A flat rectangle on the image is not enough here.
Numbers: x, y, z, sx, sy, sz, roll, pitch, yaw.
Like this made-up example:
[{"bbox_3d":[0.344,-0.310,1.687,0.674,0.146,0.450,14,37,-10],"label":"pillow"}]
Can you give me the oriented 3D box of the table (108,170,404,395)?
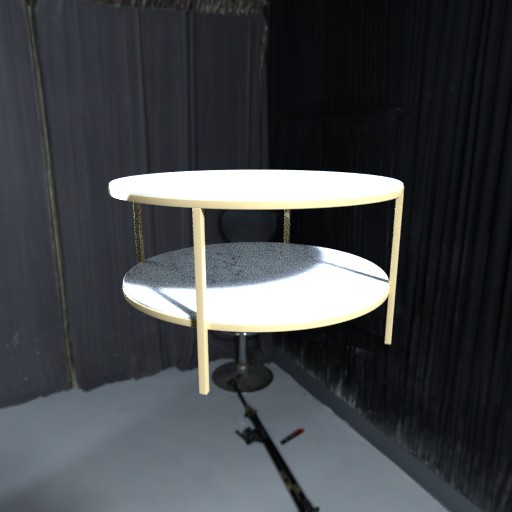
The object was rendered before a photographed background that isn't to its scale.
[{"bbox_3d":[0.000,0.000,1.315,0.800,0.450,0.800,0,15,0],"label":"table"}]
